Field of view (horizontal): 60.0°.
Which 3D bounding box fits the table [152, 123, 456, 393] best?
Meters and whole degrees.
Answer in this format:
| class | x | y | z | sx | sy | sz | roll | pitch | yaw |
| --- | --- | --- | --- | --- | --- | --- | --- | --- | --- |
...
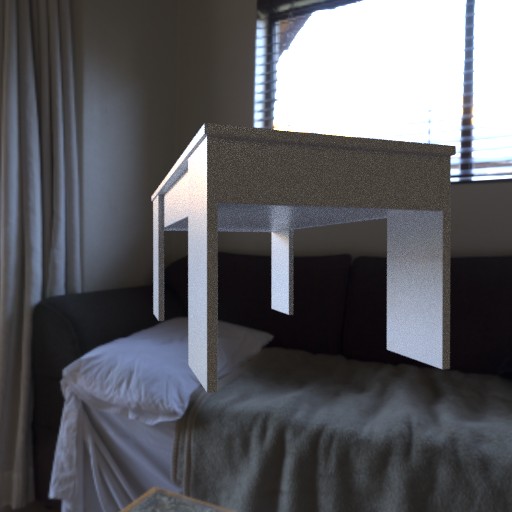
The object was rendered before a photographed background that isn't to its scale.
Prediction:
| class | x | y | z | sx | sy | sz | roll | pitch | yaw |
| --- | --- | --- | --- | --- | --- | --- | --- | --- | --- |
| table | 0.000 | 0.000 | 1.268 | 0.500 | 0.440 | 1.000 | 0 | 1 | -18 |
